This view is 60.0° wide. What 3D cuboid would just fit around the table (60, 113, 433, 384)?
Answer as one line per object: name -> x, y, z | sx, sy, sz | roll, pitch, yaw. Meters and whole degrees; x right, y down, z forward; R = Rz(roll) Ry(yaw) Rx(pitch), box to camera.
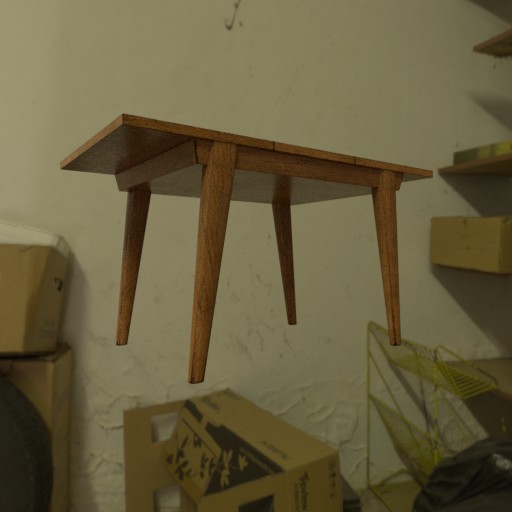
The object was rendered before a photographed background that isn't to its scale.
table -> 0.000, 0.000, 1.886 | 1.400, 0.760, 0.757 | 0, 0, -35
